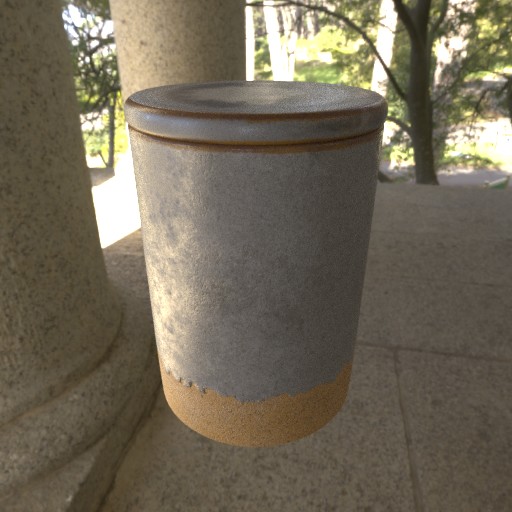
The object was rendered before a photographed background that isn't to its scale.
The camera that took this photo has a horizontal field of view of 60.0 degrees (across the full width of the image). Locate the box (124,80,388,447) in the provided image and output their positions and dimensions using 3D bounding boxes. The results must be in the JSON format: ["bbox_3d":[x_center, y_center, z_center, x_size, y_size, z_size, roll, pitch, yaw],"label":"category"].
[{"bbox_3d":[0.000,0.000,0.240,0.118,0.168,0.118,0,27,0],"label":"box"}]
